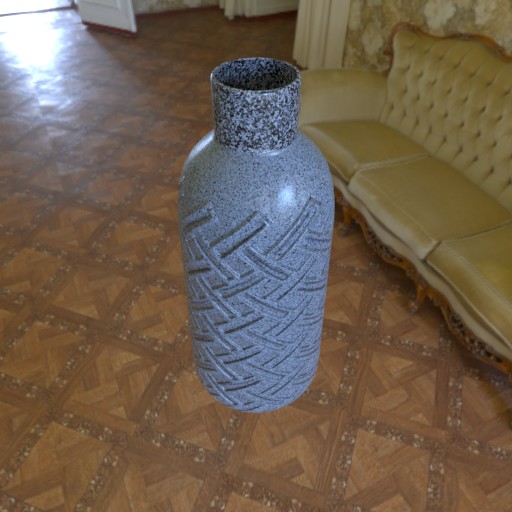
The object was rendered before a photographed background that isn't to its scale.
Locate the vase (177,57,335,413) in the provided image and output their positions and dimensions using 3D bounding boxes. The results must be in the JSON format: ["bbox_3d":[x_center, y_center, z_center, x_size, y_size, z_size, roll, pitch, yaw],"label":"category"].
[{"bbox_3d":[0.000,0.000,0.346,0.122,0.282,0.122,0,43,0],"label":"vase"}]
